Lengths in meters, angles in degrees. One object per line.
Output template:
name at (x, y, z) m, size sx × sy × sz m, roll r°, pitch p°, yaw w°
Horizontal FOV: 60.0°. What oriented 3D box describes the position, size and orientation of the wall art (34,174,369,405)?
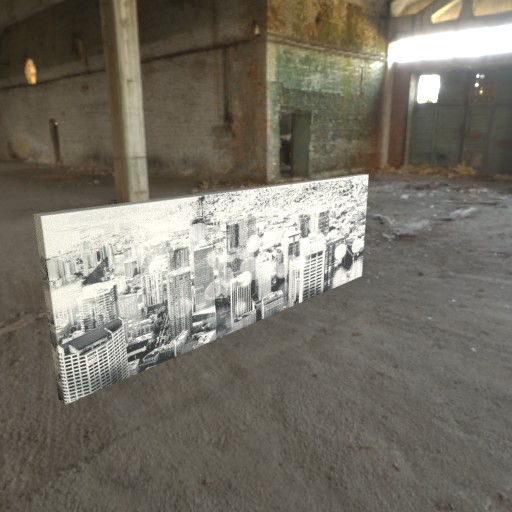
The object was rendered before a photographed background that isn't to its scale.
wall art at (0.000, 0.000, 1.654) m, size 0.044 × 0.507 × 1.520 m, roll 14°, pitch 21°, yaw 41°
